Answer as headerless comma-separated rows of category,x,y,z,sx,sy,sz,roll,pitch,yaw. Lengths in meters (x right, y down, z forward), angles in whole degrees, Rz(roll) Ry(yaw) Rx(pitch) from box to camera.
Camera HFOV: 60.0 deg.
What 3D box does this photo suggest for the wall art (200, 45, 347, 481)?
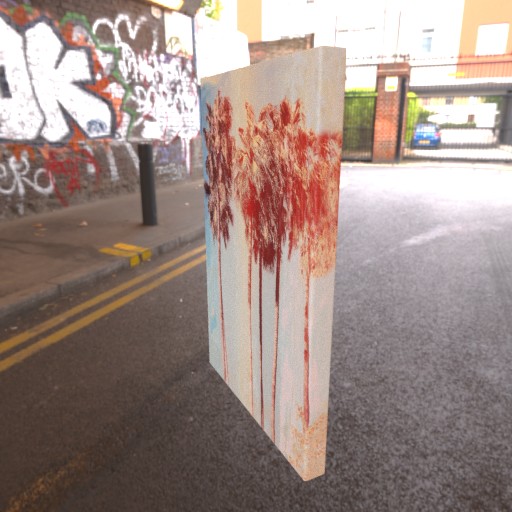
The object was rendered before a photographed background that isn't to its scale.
wall art,0.000,0.000,0.768,0.038,0.610,0.401,-8,18,-26
